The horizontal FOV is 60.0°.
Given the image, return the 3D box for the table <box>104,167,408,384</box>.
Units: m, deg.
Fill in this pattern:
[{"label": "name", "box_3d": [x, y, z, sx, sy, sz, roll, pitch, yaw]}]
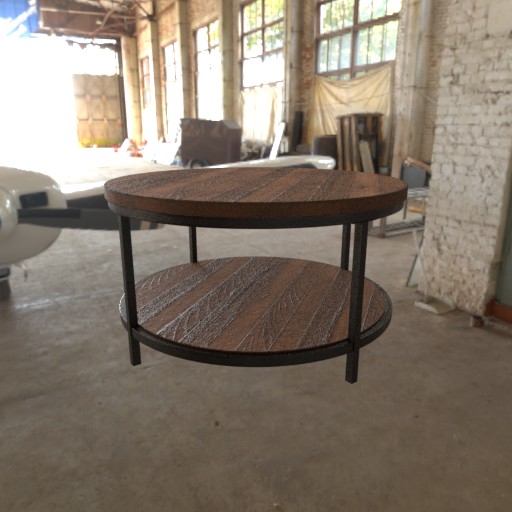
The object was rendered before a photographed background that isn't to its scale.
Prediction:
[{"label": "table", "box_3d": [0.000, 0.000, 1.346, 0.837, 0.462, 0.837, 0, 16, 0]}]
